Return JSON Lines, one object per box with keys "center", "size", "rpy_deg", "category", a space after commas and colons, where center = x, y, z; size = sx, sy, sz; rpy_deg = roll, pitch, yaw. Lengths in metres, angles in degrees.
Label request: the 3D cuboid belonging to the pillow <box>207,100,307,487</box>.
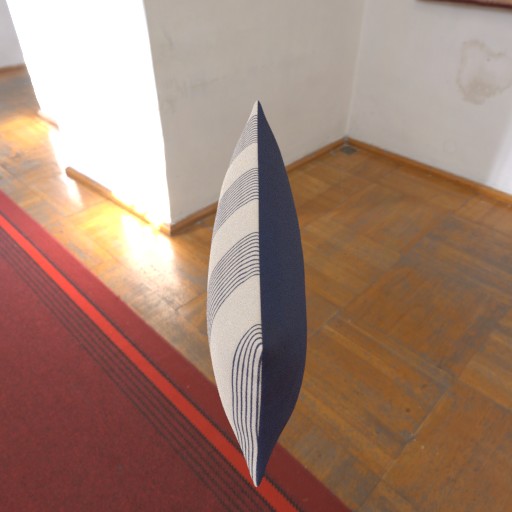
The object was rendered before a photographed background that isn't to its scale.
{"center": [0.000, 0.000, 0.722], "size": [0.151, 0.287, 0.610], "rpy_deg": [0, 40, 0], "category": "pillow"}
